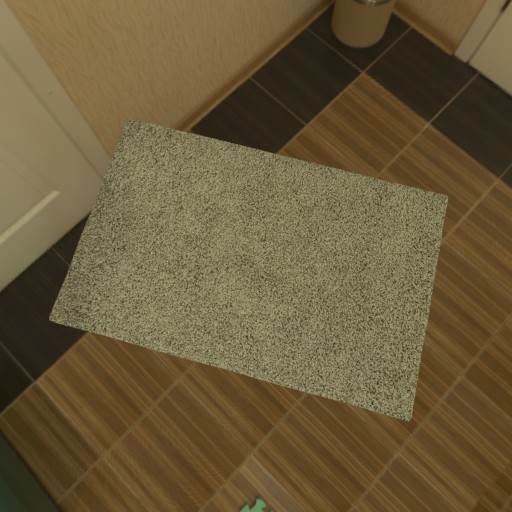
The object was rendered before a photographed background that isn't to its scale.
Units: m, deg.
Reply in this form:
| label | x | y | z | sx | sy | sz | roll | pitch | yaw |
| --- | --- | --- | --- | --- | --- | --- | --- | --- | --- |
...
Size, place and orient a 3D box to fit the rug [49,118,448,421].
| label | x | y | z | sx | sy | sz | roll | pitch | yaw |
| --- | --- | --- | --- | --- | --- | --- | --- | --- | --- |
| rug | 0.000 | 0.000 | 3.452 | 2.743 | 0.030 | 1.778 | 15 | 76 | 4 |
